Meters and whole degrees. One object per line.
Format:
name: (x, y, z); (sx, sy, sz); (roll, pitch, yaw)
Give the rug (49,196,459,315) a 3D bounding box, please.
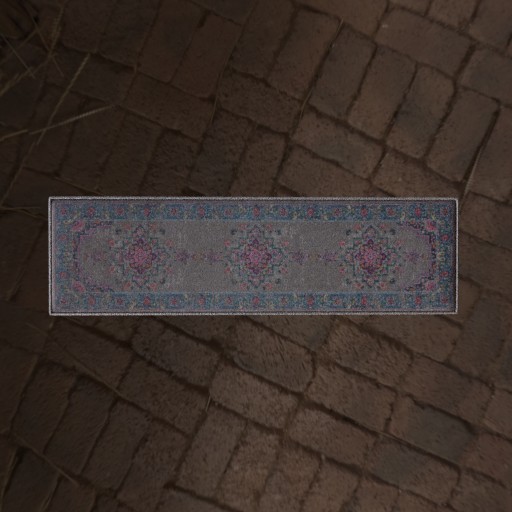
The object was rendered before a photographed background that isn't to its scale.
rug: (0.000, 0.000, 2.483); (2.297, 0.019, 0.659); (0, 91, -1)
